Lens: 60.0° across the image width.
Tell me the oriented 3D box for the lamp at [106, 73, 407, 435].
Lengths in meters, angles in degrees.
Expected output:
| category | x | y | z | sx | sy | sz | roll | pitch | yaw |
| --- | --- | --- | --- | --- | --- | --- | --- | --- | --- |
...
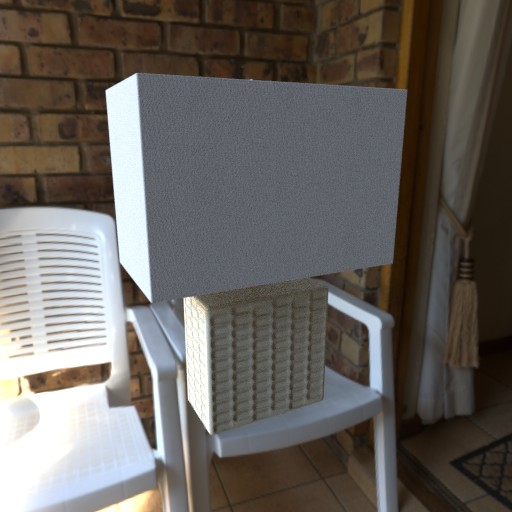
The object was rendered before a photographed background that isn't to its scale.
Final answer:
| category | x | y | z | sx | sy | sz | roll | pitch | yaw |
| --- | --- | --- | --- | --- | --- | --- | --- | --- | --- |
| lamp | 0.000 | 0.000 | 0.692 | 0.380 | 0.515 | 0.200 | -8 | 17 | -26 |
